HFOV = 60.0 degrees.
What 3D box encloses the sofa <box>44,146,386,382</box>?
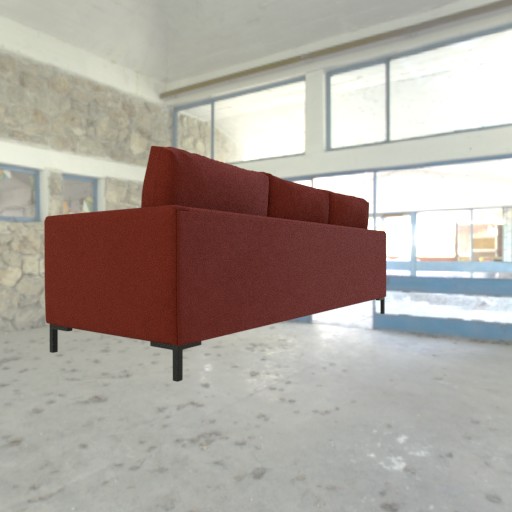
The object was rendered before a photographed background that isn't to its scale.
[{"bbox_3d":[0.000,0.000,2.700,0.875,0.879,2.252,0,0,35],"label":"sofa"}]
